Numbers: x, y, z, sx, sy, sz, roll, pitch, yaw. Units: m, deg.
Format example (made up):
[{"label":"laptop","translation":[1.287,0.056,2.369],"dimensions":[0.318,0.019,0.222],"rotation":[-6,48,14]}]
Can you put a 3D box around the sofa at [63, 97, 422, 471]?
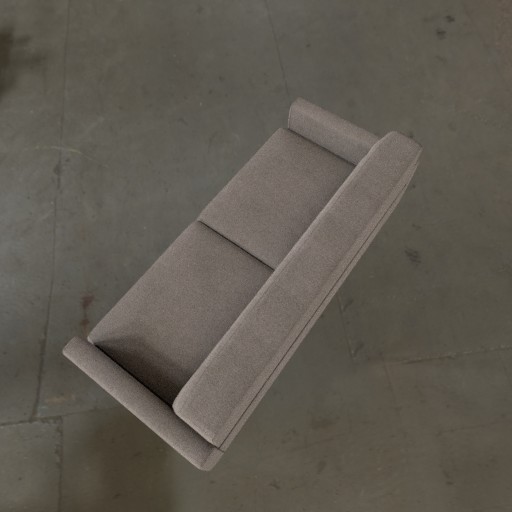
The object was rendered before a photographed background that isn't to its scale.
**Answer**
[{"label":"sofa","translation":[0.000,0.000,2.479],"dimensions":[0.909,0.841,2.029],"rotation":[33,68,15]}]
